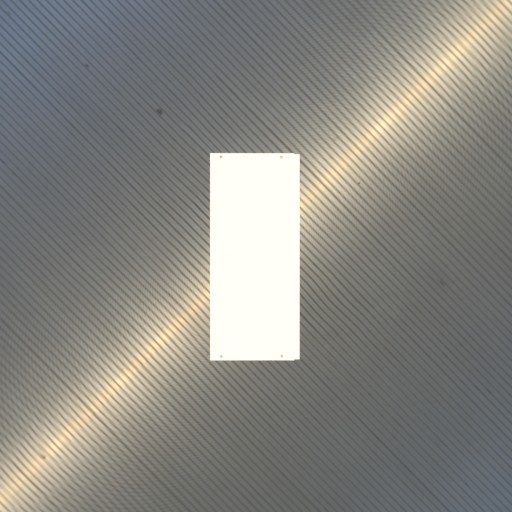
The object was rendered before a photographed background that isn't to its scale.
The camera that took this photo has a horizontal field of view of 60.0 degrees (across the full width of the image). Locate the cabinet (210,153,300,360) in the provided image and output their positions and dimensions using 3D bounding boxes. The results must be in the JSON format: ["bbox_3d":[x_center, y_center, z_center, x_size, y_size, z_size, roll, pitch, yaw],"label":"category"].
[{"bbox_3d":[0.000,0.000,1.965,0.230,1.790,0.500,0,90,0],"label":"cabinet"}]
